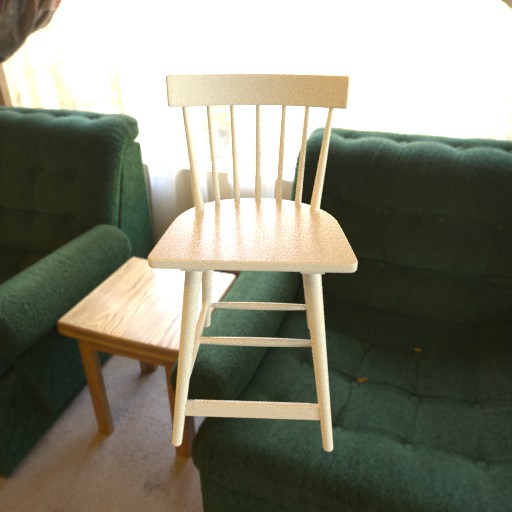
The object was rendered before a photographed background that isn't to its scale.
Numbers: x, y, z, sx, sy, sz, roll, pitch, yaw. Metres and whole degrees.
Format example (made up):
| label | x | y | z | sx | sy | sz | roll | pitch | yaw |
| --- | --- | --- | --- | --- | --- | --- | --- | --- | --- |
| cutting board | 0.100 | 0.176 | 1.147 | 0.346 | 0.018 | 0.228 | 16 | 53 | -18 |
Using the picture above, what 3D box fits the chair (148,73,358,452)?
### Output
| label | x | y | z | sx | sy | sz | roll | pitch | yaw |
| --- | --- | --- | --- | --- | --- | --- | --- | --- | --- |
| chair | 0.000 | 0.000 | 1.280 | 0.483 | 0.952 | 0.572 | 1 | 30 | 2 |
